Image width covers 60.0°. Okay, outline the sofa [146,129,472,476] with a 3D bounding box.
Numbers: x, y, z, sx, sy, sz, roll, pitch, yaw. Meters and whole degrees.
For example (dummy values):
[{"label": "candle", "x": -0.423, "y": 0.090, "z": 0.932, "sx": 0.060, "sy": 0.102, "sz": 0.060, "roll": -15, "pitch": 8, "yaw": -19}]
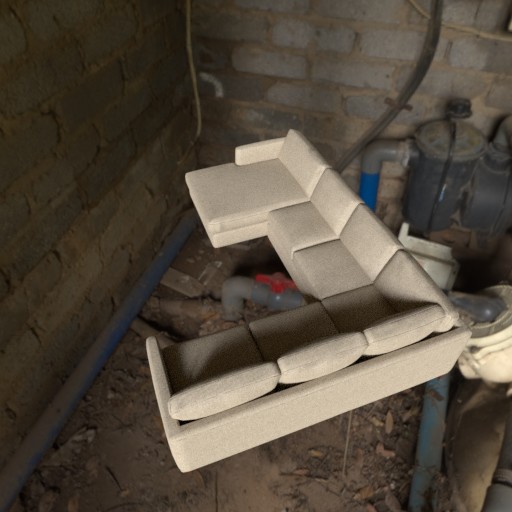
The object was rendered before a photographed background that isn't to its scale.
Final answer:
[{"label": "sofa", "x": 0.000, "y": 0.000, "z": 4.640, "sx": 2.593, "sy": 0.959, "sz": 3.460, "roll": -15, "pitch": 47, "yaw": -14}]
